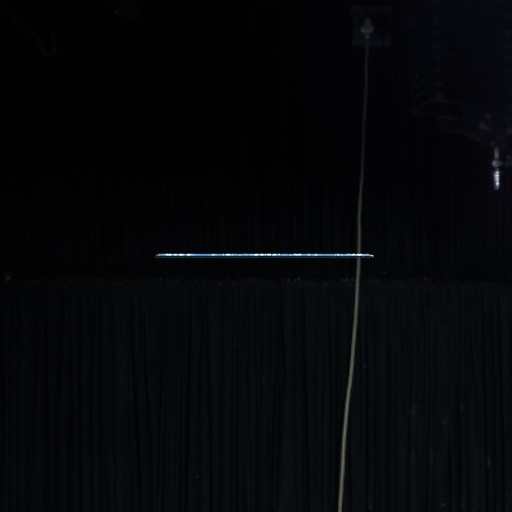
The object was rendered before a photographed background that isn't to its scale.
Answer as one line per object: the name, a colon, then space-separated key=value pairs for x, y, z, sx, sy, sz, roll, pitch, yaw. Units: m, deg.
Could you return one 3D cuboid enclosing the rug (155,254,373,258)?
rug: x=0.000 y=0.000 z=2.434 sx=0.662 sy=0.011 sz=2.196 roll=0 pitch=0 yaw=-1
